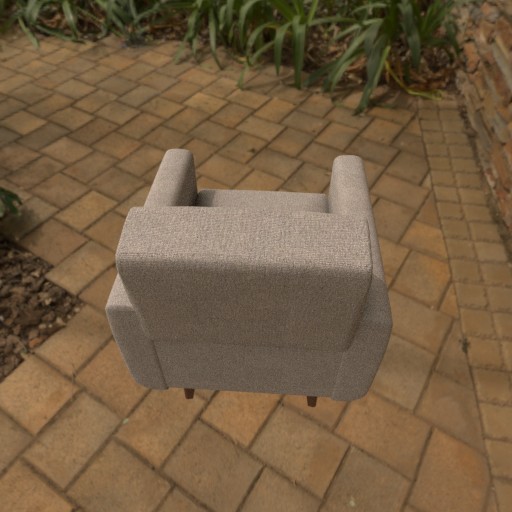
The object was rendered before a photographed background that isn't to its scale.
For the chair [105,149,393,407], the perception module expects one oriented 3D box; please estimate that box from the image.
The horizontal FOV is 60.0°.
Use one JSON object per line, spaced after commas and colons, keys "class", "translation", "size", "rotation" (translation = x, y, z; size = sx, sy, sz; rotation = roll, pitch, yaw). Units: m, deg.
{"class": "chair", "translation": [0.000, 0.000, 1.640], "size": [0.845, 0.968, 0.942], "rotation": [3, 46, 3]}
